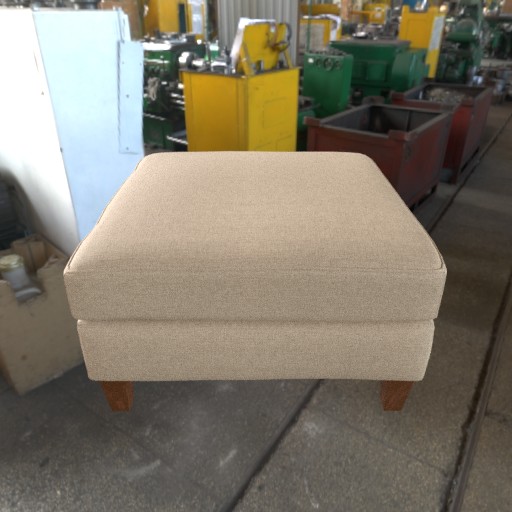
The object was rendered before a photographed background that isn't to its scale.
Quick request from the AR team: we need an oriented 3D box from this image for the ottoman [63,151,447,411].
[{"bbox_3d":[0.000,0.000,1.369,0.838,0.503,0.838,0,30,0],"label":"ottoman"}]
